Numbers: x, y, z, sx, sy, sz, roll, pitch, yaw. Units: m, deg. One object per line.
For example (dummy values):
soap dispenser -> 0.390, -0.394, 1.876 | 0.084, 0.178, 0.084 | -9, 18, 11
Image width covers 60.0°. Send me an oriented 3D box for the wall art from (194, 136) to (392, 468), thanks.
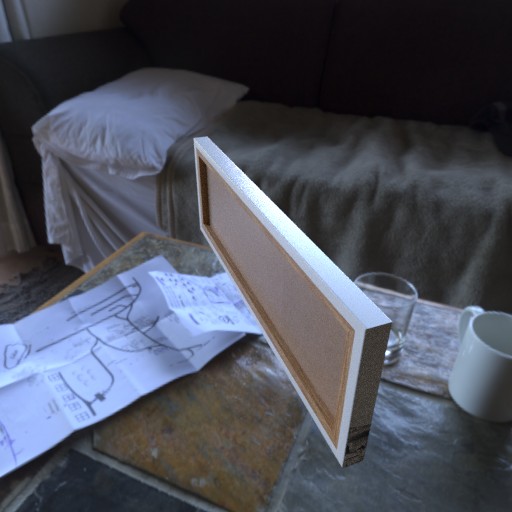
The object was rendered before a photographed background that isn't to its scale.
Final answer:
wall art -> 0.000, 0.000, 0.867 | 0.036, 0.256, 0.766 | -11, 33, -18
